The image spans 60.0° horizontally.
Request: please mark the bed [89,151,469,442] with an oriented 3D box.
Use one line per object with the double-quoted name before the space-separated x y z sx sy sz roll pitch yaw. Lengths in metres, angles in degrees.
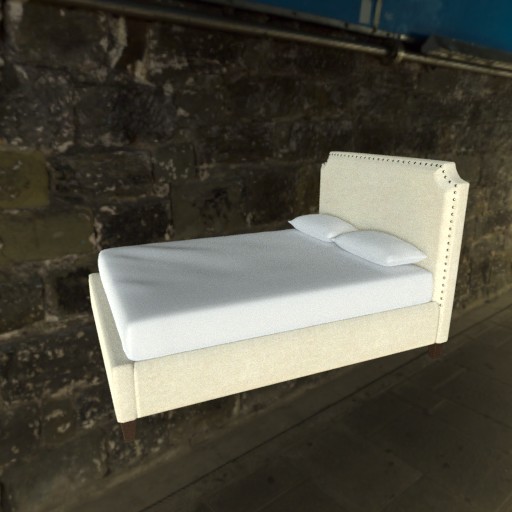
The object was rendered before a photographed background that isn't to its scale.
"bed" 0.000 0.000 3.424 2.381 1.457 1.713 -7 18 -23
